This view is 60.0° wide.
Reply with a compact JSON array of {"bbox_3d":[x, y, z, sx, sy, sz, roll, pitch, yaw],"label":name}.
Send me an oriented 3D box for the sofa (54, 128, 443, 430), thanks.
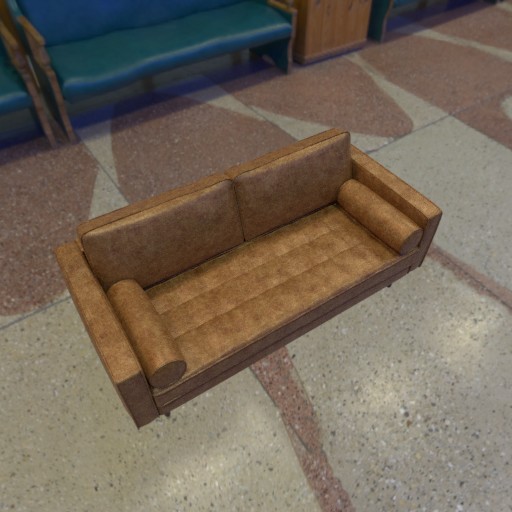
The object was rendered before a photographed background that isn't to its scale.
[{"bbox_3d":[0.000,0.000,2.489,1.920,0.825,0.924,-25,52,-22],"label":"sofa"}]
